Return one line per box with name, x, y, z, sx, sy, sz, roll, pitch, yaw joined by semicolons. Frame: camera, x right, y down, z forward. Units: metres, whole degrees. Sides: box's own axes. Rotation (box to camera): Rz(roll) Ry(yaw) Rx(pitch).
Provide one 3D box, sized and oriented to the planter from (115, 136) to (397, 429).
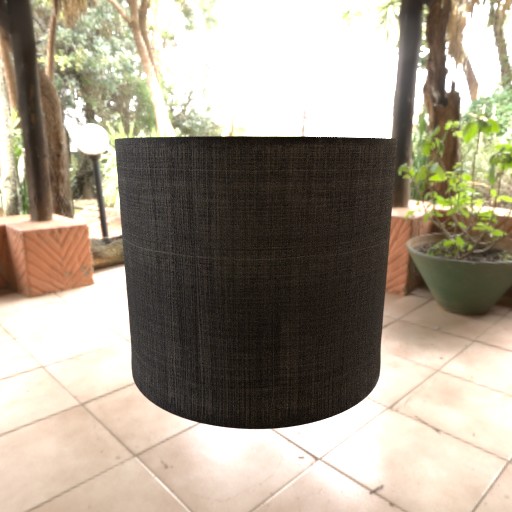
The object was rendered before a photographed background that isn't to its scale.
planter;0.000;0.000;0.310;0.178;0.157;0.178;0;14;0
